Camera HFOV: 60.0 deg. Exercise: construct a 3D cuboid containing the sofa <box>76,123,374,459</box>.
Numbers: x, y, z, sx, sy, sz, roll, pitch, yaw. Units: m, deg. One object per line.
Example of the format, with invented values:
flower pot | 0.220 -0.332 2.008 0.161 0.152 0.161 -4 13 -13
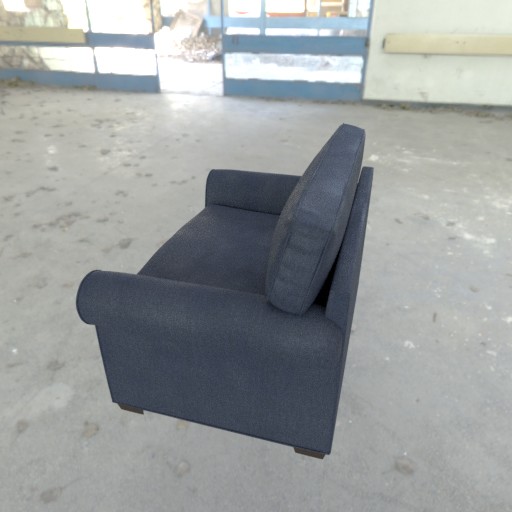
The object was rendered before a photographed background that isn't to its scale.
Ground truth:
sofa | 0.000 0.000 2.060 0.938 1.004 1.405 8 30 14
